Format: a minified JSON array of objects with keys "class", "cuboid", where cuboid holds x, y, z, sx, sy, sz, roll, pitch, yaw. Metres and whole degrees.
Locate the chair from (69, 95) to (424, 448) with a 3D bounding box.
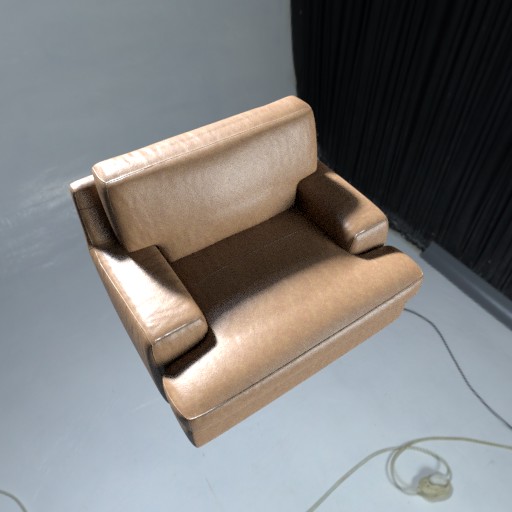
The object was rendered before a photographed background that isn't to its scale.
[{"class":"chair","cuboid":[0.000,0.000,2.033,1.276,0.978,1.050,-26,53,-22]}]
